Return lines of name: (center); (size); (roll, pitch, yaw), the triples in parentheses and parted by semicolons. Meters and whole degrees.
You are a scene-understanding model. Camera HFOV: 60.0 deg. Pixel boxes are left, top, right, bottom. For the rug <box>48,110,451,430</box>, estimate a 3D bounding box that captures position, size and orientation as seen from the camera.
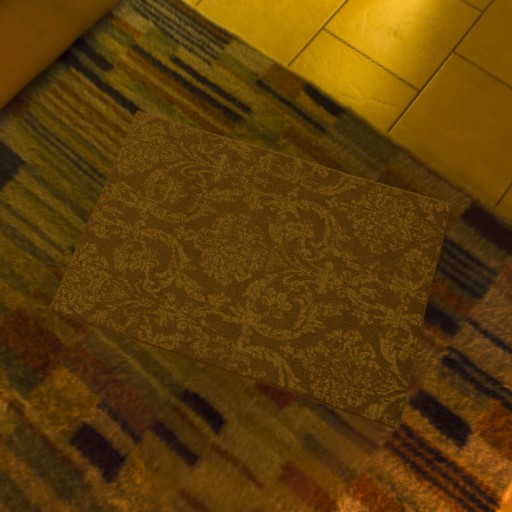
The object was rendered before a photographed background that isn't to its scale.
rug: (0.000, 0.000, 2.319); (1.824, 0.012, 1.206); (18, 76, 4)
